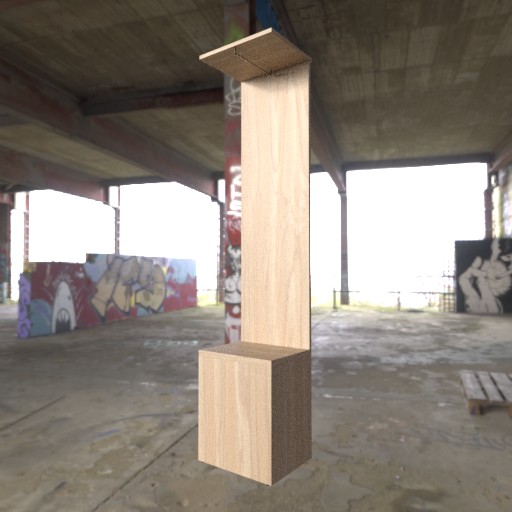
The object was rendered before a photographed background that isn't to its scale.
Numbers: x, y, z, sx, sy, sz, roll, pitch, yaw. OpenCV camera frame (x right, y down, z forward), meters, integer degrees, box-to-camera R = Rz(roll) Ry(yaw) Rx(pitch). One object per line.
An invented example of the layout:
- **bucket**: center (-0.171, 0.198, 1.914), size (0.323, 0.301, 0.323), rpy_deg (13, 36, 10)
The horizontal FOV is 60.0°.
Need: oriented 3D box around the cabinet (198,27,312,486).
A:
- **cabinet**: center (0.000, 0.000, 2.066), size (0.411, 1.879, 0.338), rpy_deg (-1, -2, 37)
